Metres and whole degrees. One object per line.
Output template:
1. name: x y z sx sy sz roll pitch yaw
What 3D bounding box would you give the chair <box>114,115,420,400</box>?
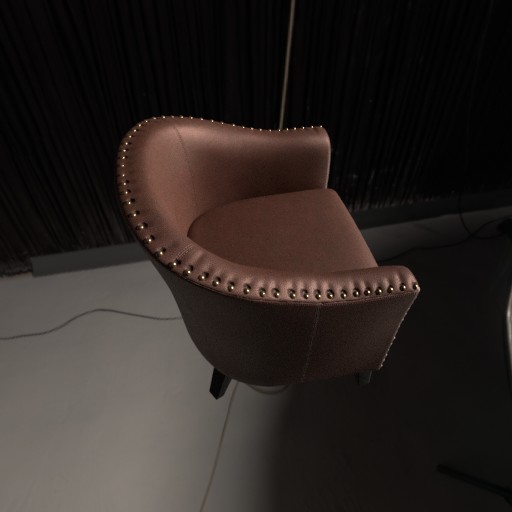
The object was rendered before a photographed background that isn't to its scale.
1. chair: 0.000 0.000 1.484 0.748 0.823 0.794 -9 48 -9
